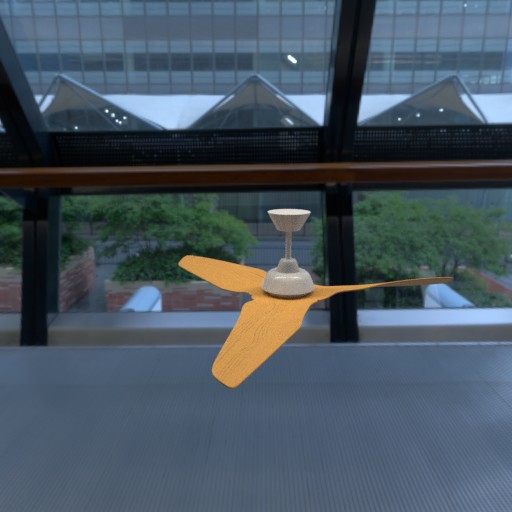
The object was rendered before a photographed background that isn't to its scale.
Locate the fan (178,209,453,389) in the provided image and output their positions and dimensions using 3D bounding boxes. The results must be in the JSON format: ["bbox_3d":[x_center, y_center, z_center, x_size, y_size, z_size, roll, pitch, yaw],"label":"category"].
[{"bbox_3d":[0.000,0.000,1.632,1.142,0.355,1.010,-13,18,-43],"label":"fan"}]
